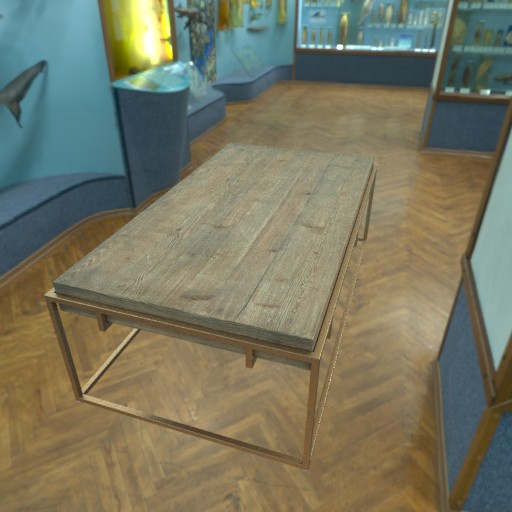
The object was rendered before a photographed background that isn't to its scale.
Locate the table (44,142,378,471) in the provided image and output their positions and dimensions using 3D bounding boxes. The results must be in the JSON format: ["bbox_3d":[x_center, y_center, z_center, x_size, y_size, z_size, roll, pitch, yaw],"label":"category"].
[{"bbox_3d":[0.000,0.000,1.786,0.775,0.468,1.387,10,33,16],"label":"table"}]
